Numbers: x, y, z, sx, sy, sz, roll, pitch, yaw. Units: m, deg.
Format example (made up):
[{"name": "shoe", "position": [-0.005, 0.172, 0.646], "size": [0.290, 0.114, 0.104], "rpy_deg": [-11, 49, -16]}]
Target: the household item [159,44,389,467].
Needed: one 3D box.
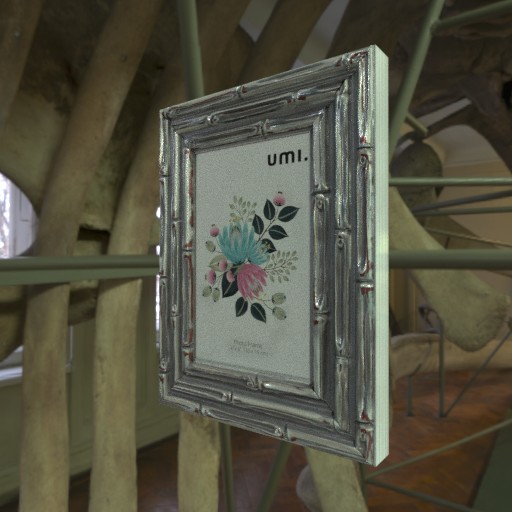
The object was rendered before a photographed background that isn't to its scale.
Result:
[{"name": "household item", "position": [0.000, 0.000, 0.282], "size": [0.165, 0.216, 0.025], "rpy_deg": [-1, -1, 37]}]
